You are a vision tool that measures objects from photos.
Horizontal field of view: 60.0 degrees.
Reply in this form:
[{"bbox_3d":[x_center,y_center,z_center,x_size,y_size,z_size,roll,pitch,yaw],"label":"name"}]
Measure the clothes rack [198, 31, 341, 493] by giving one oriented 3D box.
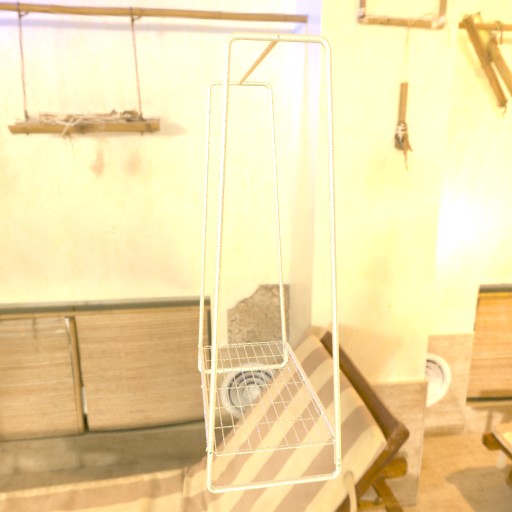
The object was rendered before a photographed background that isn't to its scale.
[{"bbox_3d":[0.000,0.000,1.851,0.495,1.500,0.900,-2,13,-9],"label":"clothes rack"}]
